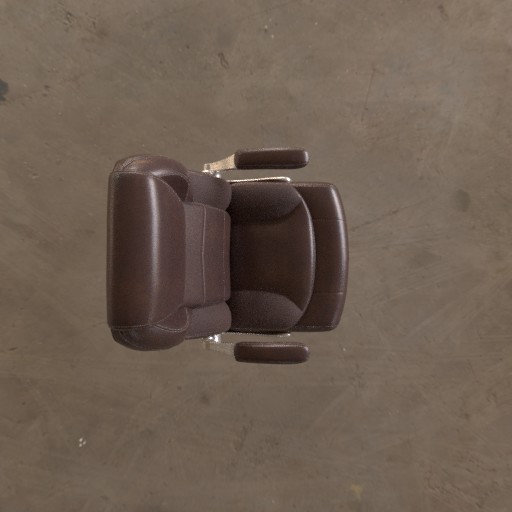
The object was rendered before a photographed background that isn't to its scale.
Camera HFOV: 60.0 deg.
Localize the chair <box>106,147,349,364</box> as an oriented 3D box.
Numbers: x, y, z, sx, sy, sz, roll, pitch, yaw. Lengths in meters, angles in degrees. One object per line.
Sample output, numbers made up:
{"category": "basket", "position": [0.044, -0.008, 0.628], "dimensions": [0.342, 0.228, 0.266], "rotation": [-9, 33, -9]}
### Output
{"category": "chair", "position": [0.000, 0.000, 1.628], "dimensions": [0.774, 1.160, 0.733], "rotation": [0, 89, -1]}
